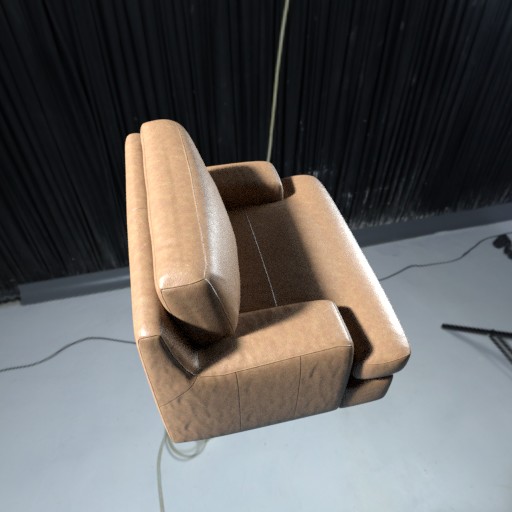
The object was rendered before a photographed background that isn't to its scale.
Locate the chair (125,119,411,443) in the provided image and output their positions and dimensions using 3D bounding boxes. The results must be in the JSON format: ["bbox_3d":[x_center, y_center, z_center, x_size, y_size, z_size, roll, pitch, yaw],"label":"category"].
[{"bbox_3d":[0.000,0.000,2.046,1.050,0.978,1.276,-9,46,-9],"label":"chair"}]
